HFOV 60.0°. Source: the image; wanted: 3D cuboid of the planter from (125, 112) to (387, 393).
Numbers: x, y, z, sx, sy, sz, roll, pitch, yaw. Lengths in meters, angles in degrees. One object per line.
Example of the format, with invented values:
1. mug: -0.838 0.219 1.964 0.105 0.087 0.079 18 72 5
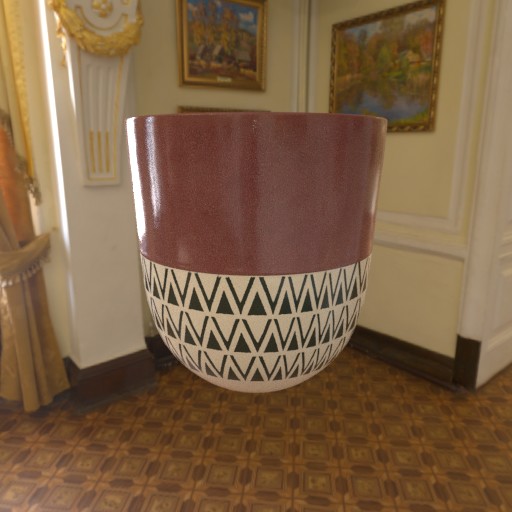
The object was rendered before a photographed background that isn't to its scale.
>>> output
1. planter: 0.000 0.000 0.367 0.195 0.214 0.195 0 14 0
